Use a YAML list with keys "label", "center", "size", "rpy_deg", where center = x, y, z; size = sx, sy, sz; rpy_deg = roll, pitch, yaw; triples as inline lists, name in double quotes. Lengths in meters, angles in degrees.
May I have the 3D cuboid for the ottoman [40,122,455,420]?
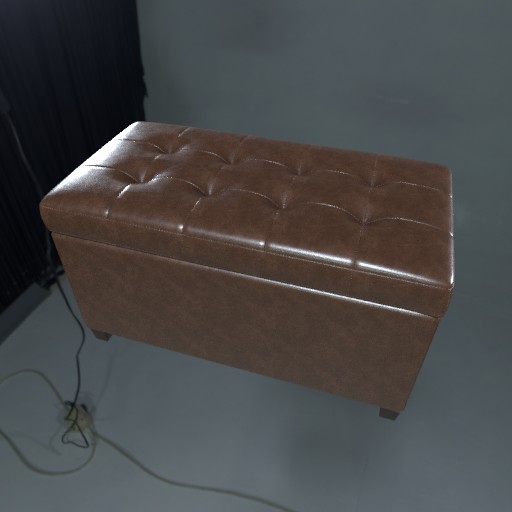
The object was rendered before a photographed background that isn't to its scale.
- label: "ottoman"
  center: [0.000, 0.000, 1.116]
  size: [0.838, 0.470, 0.432]
  rpy_deg: [12, 42, 13]
